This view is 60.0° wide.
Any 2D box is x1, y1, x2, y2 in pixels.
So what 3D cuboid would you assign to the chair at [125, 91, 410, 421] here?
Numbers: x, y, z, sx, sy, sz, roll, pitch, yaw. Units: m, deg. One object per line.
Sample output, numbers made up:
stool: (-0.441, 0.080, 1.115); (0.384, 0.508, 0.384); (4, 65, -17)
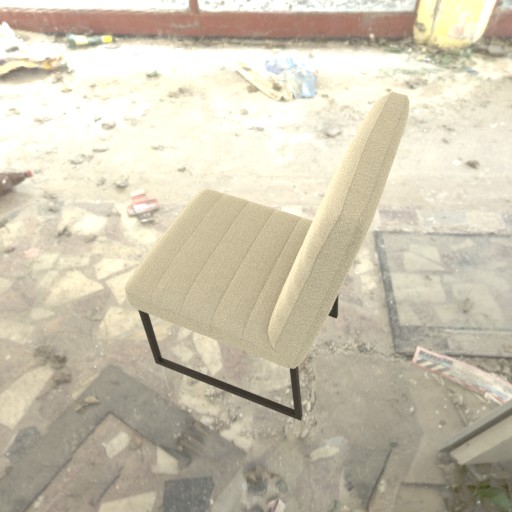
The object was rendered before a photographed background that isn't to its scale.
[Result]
chair: (0.000, 0.000, 1.337); (0.634, 0.930, 0.520); (17, 49, 15)
